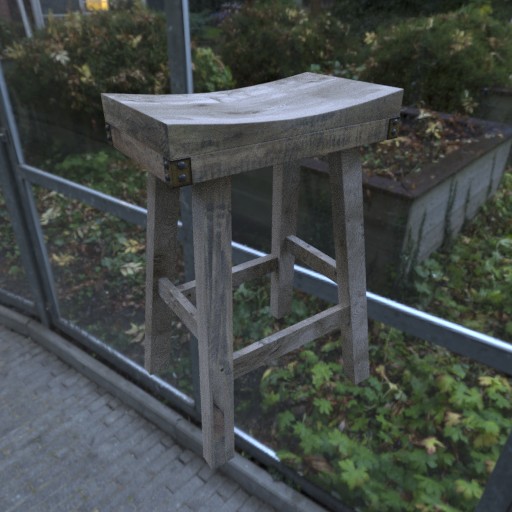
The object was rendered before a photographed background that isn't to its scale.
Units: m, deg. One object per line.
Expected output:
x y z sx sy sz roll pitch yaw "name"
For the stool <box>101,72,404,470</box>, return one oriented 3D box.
0.000 0.000 0.897 0.450 0.635 0.330 -19 35 -29 "stool"
